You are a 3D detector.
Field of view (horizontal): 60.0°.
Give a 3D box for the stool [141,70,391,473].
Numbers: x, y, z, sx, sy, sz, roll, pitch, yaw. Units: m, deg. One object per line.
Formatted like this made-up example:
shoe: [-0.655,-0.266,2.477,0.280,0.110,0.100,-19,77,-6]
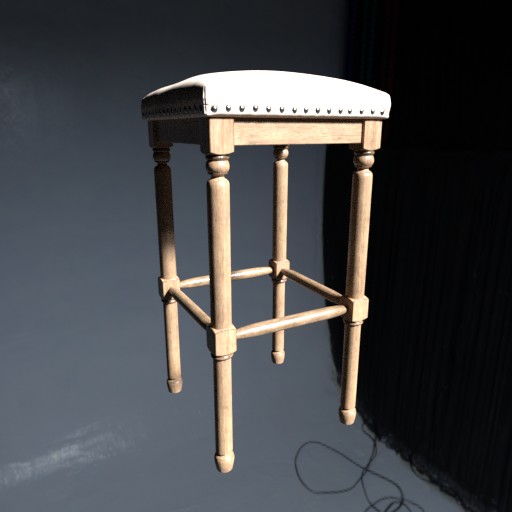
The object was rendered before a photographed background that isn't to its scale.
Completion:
stool: [0.000,0.000,0.998,0.383,0.768,0.382,-8,18,-27]
